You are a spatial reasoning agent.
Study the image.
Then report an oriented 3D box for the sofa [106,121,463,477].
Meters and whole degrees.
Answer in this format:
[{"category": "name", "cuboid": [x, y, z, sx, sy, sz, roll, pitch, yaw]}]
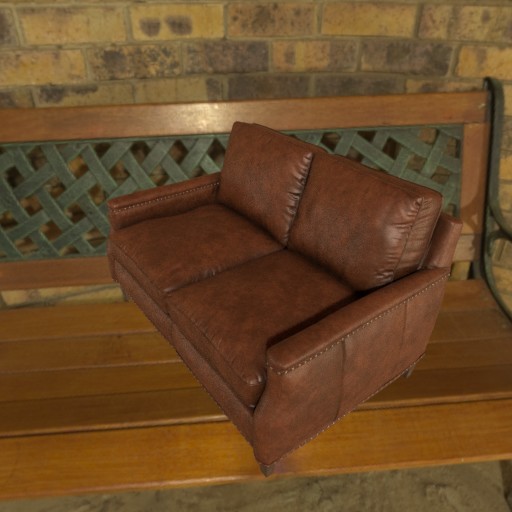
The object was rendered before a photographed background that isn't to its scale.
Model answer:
[{"category": "sofa", "cuboid": [0.000, 0.000, 2.280, 1.083, 1.003, 1.628, -21, 38, -30]}]
